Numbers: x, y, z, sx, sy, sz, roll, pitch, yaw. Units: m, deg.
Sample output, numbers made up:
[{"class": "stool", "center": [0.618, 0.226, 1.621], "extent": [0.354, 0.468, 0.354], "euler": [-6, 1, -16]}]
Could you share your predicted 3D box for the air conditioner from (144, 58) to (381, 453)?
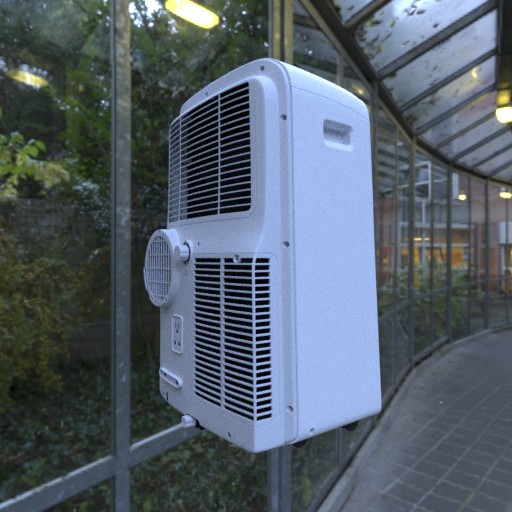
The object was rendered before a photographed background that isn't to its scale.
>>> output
[{"class": "air conditioner", "center": [0.000, 0.000, 0.969], "extent": [0.365, 0.700, 0.454], "euler": [0, 0, -35]}]
